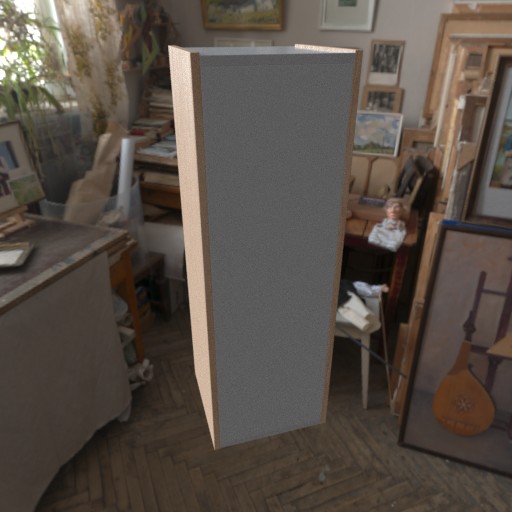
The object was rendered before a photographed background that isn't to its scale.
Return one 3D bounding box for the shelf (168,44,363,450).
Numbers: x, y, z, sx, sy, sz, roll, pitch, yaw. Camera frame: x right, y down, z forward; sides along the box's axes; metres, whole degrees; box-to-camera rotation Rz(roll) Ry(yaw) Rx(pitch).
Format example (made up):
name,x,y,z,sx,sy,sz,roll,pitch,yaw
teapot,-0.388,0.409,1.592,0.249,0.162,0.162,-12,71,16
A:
name,x,y,z,sx,sy,sz,roll,pitch,yaw
shelf,0.000,0.000,1.056,0.300,0.900,0.290,-8,28,-15
